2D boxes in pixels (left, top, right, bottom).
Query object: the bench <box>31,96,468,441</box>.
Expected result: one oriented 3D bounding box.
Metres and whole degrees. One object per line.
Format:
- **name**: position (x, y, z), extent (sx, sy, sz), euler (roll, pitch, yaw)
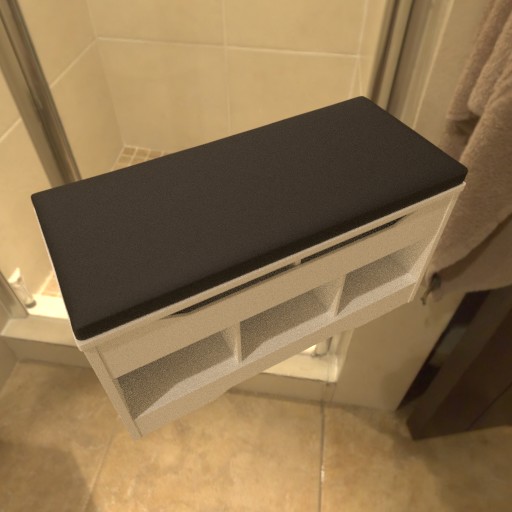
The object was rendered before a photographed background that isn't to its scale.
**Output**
- **bench**: position (0.000, 0.000, 1.154), extent (0.899, 0.500, 0.401), euler (-22, 51, -19)
